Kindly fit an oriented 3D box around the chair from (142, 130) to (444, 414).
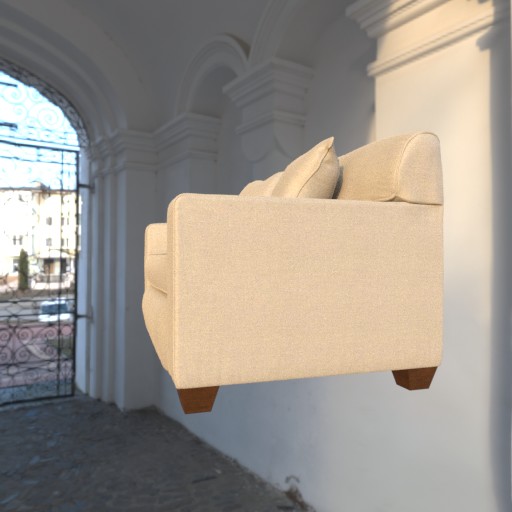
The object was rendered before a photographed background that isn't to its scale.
[{"bbox_3d":[0.000,0.000,2.067,1.000,0.948,1.383,0,0,-17],"label":"chair"}]
